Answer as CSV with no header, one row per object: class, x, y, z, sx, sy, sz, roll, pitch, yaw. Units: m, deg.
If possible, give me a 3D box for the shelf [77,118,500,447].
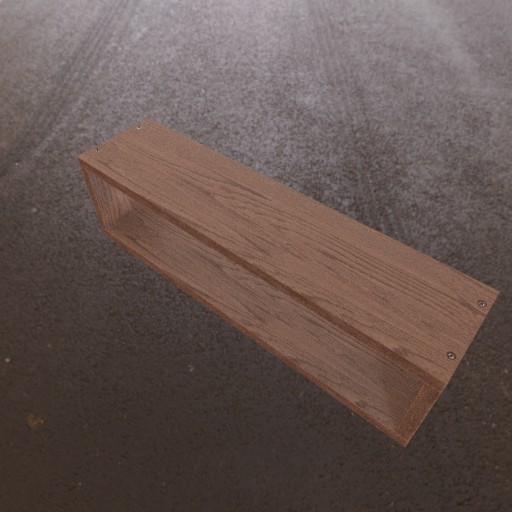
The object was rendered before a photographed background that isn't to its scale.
shelf,0.000,0.000,0.669,0.610,0.170,0.150,31,54,26
